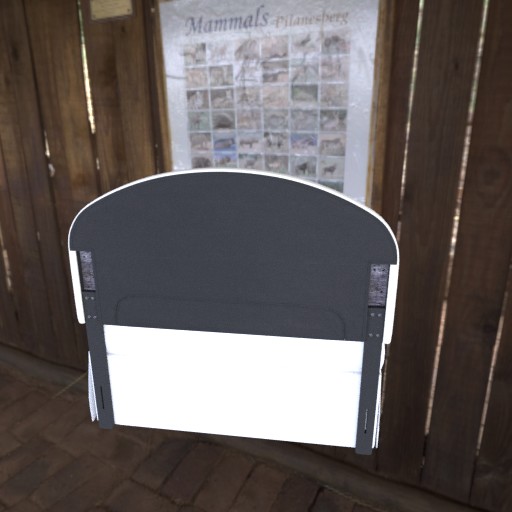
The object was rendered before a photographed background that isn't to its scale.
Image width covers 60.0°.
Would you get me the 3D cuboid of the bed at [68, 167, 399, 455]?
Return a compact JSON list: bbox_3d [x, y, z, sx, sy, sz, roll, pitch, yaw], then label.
[{"bbox_3d":[0.000,0.000,3.040,1.607,1.410,2.005,2,18,8],"label":"bed"}]
